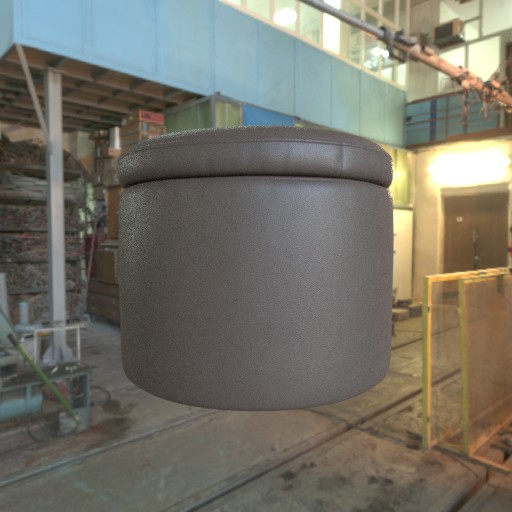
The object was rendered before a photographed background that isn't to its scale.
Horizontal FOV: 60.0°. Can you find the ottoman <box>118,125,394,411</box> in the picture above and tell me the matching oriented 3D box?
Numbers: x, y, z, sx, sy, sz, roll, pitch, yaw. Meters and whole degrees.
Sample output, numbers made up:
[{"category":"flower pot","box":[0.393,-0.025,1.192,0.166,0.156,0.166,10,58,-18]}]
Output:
[{"category":"ottoman","box":[0.000,0.000,0.843,0.500,0.409,0.500,0,3,0]}]
